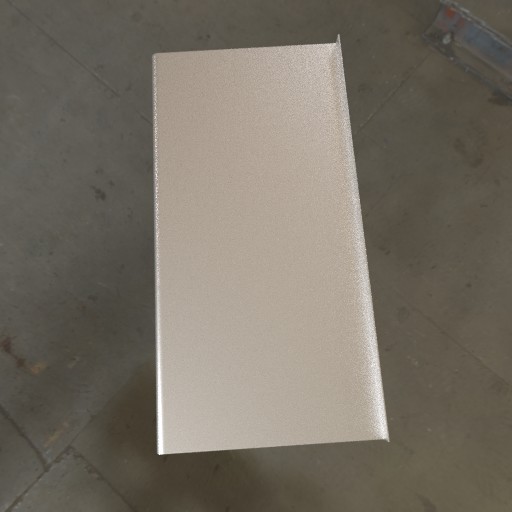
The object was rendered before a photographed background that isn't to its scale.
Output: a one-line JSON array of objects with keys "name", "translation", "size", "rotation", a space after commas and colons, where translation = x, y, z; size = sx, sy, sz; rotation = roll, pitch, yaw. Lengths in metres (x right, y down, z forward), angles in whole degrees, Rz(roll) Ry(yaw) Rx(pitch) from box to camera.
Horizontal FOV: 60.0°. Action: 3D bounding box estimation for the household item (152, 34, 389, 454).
[{"name": "household item", "translation": [0.000, 0.000, 1.687], "size": [0.610, 0.851, 1.219], "rotation": [-4, 77, -1]}]
